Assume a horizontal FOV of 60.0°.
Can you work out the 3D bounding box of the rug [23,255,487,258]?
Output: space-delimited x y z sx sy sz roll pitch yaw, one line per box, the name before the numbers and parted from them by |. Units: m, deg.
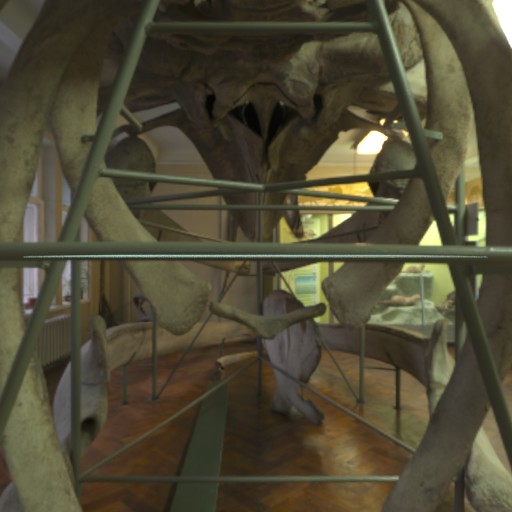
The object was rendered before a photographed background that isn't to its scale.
rug | 0.000 0.000 2.942 2.286 0.006 1.522 0 0 1
